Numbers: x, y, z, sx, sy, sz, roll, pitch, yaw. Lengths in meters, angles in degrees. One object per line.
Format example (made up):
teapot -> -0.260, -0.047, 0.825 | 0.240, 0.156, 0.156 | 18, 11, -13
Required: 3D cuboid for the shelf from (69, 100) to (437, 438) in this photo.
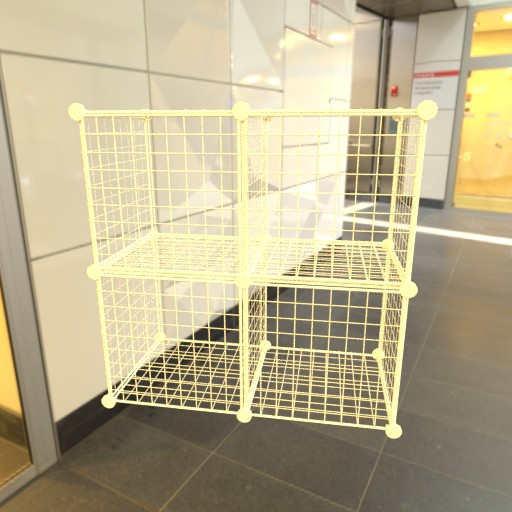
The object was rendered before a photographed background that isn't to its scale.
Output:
shelf -> 0.000, 0.000, 1.107 | 0.711, 0.711, 0.356 | 3, 17, 9
